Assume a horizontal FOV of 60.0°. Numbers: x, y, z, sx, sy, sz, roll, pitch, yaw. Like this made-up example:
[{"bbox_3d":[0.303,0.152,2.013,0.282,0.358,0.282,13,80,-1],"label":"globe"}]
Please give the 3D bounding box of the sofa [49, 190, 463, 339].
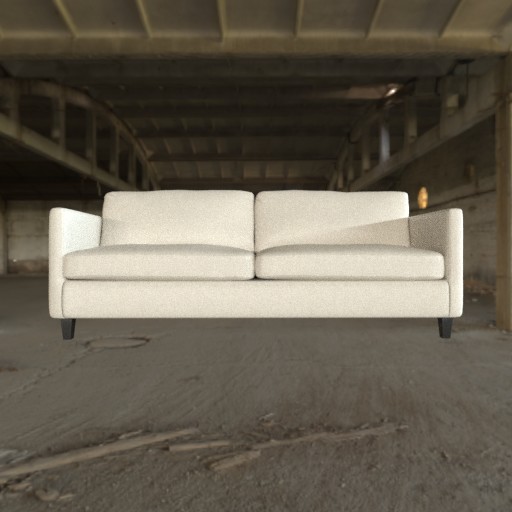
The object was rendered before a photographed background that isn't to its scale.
[{"bbox_3d":[0.000,0.000,3.017,2.434,0.965,0.948,0,1,-1],"label":"sofa"}]
